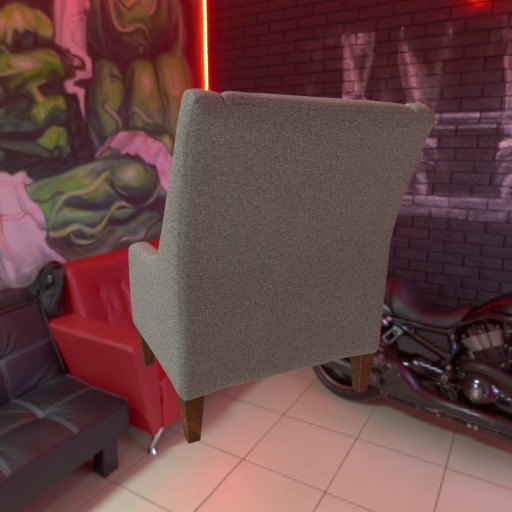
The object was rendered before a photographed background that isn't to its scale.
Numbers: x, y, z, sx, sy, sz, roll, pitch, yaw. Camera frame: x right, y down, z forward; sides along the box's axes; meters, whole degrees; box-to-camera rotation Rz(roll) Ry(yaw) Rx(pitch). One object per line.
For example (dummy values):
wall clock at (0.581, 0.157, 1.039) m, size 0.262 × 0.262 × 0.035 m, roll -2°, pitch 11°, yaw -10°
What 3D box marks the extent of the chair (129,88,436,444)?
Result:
chair at (0.000, 0.000, 1.603) m, size 0.774 × 1.016 × 0.870 m, roll -7°, pitch 15°, yaw -26°
